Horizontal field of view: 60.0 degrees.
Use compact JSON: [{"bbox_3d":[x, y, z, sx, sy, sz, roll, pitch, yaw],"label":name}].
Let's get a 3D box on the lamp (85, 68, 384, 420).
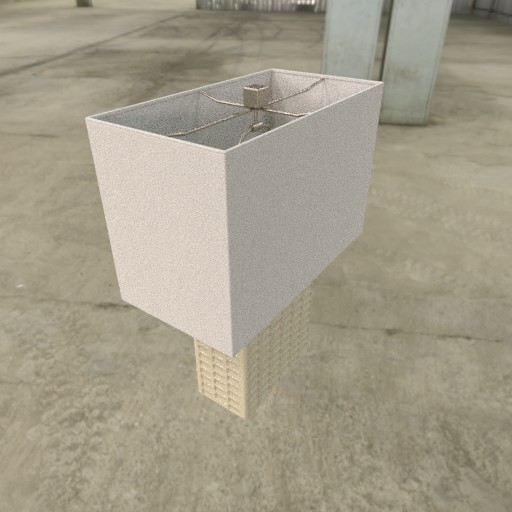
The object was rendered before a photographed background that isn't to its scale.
[{"bbox_3d":[0.000,0.000,0.706,0.200,0.515,0.380,21,38,29],"label":"lamp"}]
